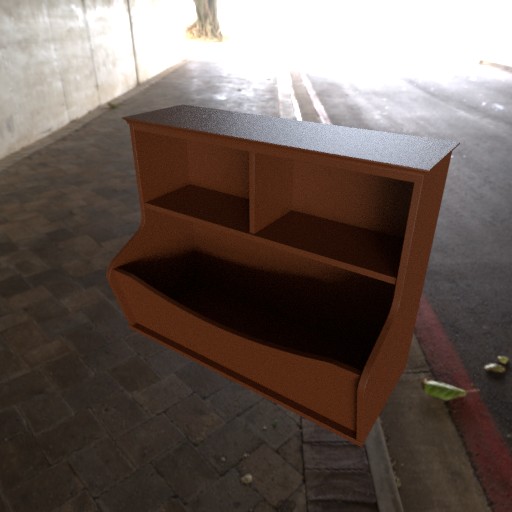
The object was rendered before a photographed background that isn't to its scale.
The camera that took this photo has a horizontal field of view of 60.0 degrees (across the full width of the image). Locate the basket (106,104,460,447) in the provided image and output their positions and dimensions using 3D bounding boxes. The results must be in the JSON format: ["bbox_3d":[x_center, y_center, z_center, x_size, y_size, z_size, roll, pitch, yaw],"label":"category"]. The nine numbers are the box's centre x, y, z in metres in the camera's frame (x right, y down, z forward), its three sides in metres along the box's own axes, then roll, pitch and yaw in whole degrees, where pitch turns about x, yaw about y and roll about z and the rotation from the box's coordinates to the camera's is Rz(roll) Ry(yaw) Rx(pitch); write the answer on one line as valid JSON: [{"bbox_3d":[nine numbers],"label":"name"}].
[{"bbox_3d":[0.000,0.000,1.150,0.792,0.625,0.376,18,34,30],"label":"basket"}]
